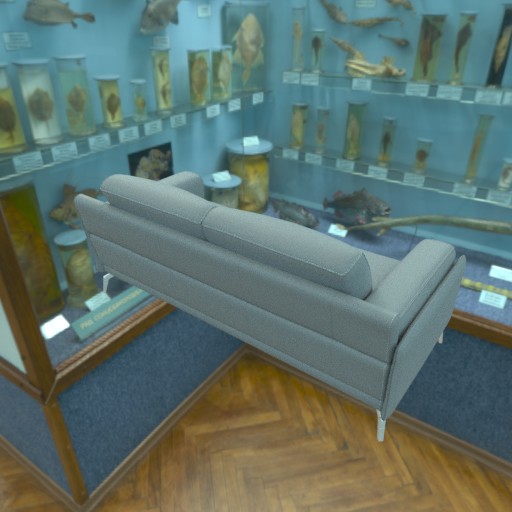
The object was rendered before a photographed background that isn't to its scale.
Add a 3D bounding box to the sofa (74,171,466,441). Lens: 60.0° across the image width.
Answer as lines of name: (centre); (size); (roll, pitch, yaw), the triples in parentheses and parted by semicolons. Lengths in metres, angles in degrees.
sofa: (0.000, 0.000, 2.605); (2.100, 0.900, 0.969); (20, 36, 31)
